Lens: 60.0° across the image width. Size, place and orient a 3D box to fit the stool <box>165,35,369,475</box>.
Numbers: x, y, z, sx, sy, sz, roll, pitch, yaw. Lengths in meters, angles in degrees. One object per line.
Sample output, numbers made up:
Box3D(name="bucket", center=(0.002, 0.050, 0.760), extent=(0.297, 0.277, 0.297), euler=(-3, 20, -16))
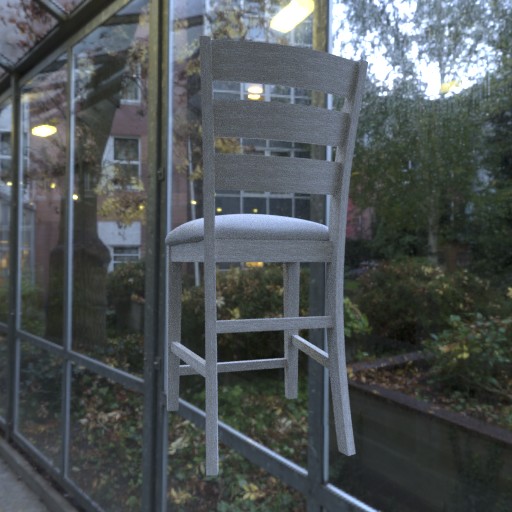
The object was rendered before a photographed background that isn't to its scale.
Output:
Box3D(name="stool", center=(0.000, 0.000, 1.320), extent=(0.484, 1.032, 0.569), euler=(0, -1, -17))
